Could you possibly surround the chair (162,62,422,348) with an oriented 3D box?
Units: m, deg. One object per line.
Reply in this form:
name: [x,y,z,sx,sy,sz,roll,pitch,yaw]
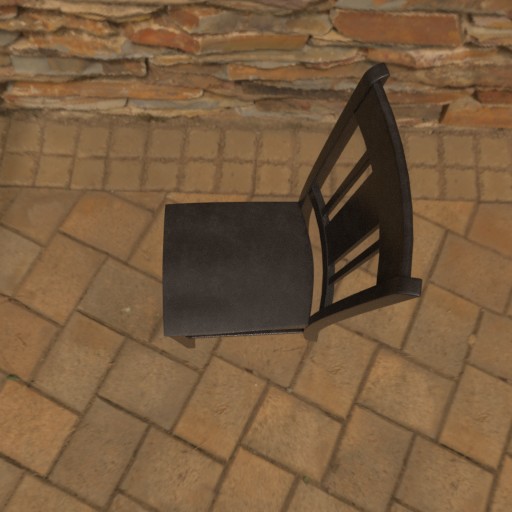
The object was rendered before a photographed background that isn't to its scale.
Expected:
chair: [0.000,0.000,1.248,0.555,0.998,0.450,-3,74,-1]
